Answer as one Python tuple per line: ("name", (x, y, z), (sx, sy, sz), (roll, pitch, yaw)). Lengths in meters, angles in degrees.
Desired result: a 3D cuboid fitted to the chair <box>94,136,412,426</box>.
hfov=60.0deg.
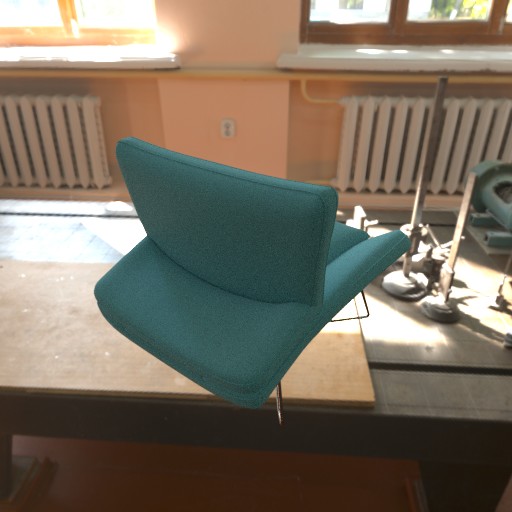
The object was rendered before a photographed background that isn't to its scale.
("chair", (0.000, 0.000, 1.680), (0.859, 0.855, 1.008), (21, 36, 33))
